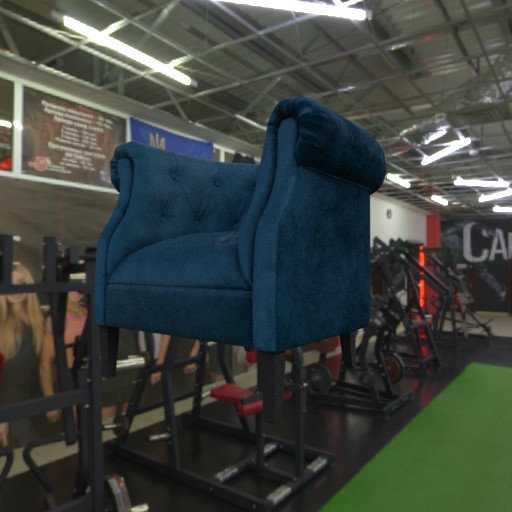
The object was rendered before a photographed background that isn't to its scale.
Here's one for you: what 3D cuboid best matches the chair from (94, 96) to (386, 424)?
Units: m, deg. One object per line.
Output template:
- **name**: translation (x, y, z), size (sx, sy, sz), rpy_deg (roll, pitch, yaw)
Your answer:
- **chair**: translation (0.000, 0.000, 1.600), size (0.904, 0.826, 0.851), rpy_deg (-1, -1, 38)
